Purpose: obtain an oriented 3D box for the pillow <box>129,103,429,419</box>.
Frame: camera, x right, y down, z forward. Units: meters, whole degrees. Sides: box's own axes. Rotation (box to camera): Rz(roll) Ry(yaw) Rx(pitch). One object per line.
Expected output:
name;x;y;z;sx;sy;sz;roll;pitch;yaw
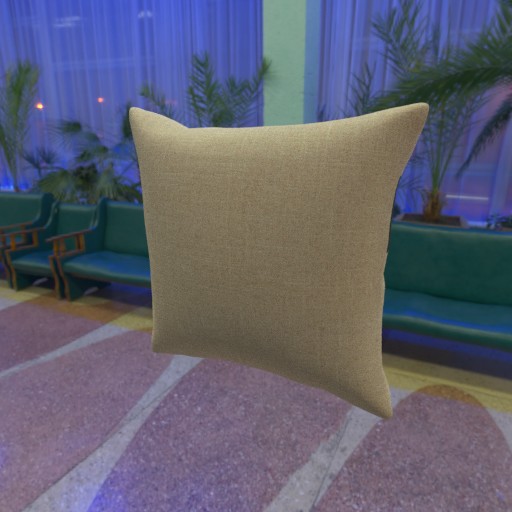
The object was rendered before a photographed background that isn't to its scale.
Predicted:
pillow;0.000;0.000;0.618;0.414;0.399;0.173;8;19;26
